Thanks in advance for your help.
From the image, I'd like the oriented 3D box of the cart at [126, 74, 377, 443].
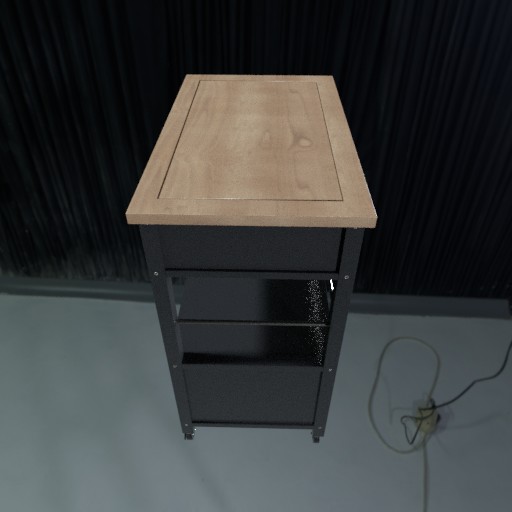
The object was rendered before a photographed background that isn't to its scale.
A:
[{"bbox_3d":[0.000,0.000,1.414,0.459,0.901,0.840,1,40,1],"label":"cart"}]
